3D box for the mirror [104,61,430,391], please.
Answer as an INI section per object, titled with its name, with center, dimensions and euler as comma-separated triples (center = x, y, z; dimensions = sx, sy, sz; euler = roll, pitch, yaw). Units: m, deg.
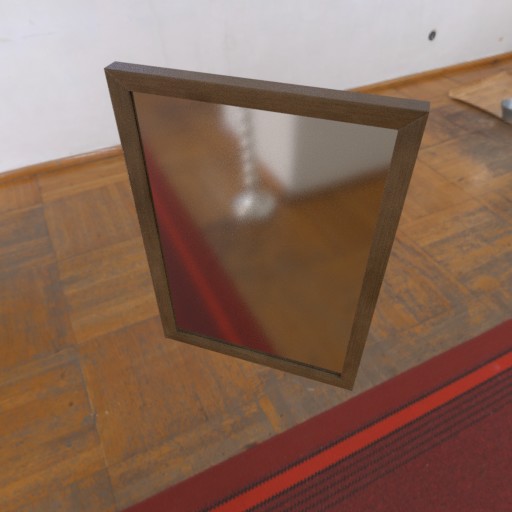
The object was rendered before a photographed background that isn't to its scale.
[mirror]
center = 0.000, 0.000, 0.911
dimensions = 0.507, 0.710, 0.040
euler = 13, 44, 14
